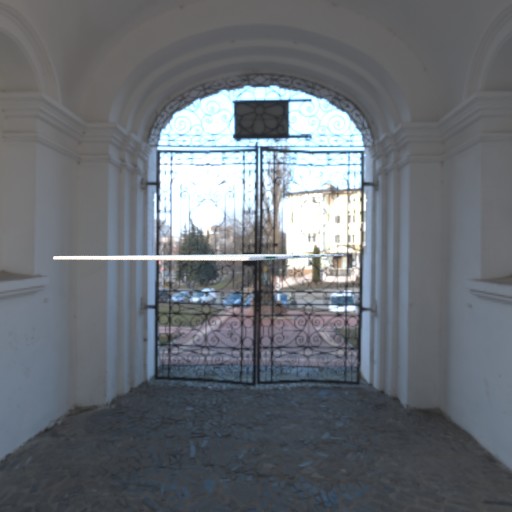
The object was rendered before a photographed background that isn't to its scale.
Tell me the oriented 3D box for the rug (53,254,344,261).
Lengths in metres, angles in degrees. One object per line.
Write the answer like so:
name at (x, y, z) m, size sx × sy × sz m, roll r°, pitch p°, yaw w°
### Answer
rug at (0.000, 0.000, 2.660) m, size 0.768 × 0.012 × 2.438 m, roll 0°, pitch 0°, yaw 18°
